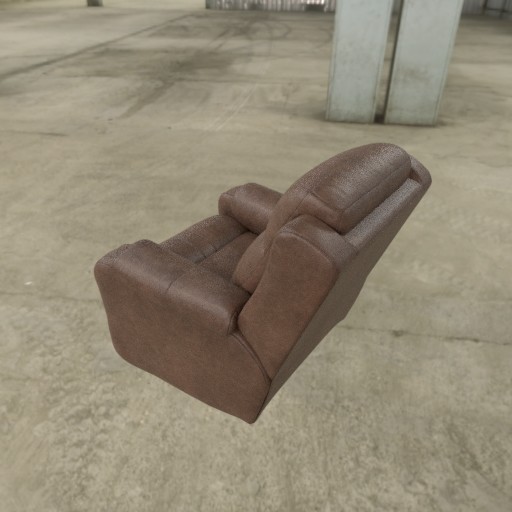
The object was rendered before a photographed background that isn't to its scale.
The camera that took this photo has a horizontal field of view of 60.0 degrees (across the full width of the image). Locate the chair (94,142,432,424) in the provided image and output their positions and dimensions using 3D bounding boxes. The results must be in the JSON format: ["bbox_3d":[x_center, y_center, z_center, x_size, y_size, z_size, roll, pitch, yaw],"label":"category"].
[{"bbox_3d":[0.000,0.000,1.819,1.067,0.990,0.940,21,38,30],"label":"chair"}]
